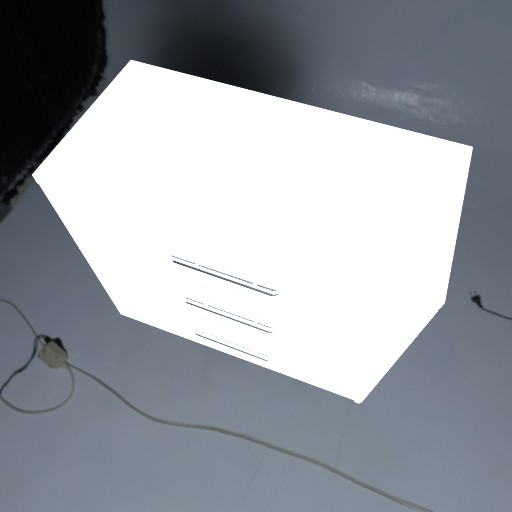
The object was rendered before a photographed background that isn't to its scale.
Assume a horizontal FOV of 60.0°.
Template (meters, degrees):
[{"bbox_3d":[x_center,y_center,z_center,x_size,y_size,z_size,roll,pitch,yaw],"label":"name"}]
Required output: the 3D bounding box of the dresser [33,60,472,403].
[{"bbox_3d":[0.000,0.000,1.238,0.830,0.740,0.420,18,60,11],"label":"dresser"}]
